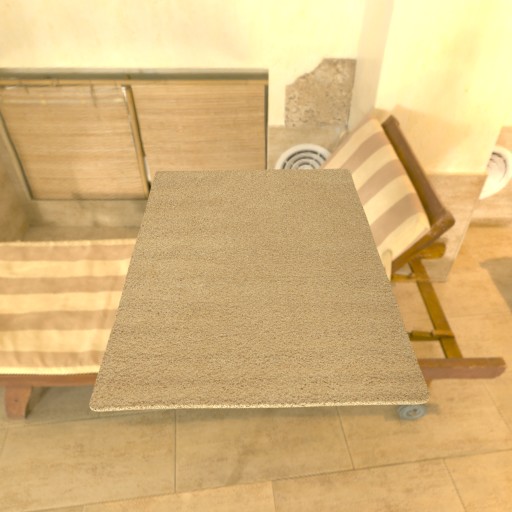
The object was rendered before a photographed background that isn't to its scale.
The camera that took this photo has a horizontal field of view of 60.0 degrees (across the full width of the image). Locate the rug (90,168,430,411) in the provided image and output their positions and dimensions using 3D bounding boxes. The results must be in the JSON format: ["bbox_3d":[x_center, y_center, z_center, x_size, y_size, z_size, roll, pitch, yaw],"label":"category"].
[{"bbox_3d":[0.000,0.000,2.148,1.199,0.025,1.600,-1,41,-1],"label":"rug"}]
